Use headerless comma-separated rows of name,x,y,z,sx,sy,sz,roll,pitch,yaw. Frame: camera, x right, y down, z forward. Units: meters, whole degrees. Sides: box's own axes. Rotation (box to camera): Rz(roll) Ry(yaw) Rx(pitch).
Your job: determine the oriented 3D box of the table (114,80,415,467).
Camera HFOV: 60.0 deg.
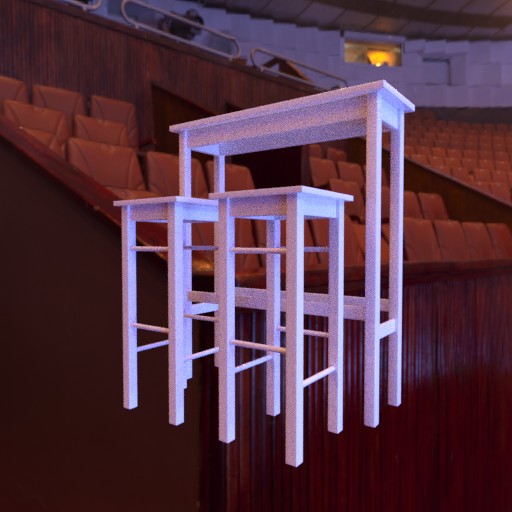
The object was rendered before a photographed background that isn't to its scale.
table,0.000,0.000,1.588,0.915,1.065,0.650,1,2,36
